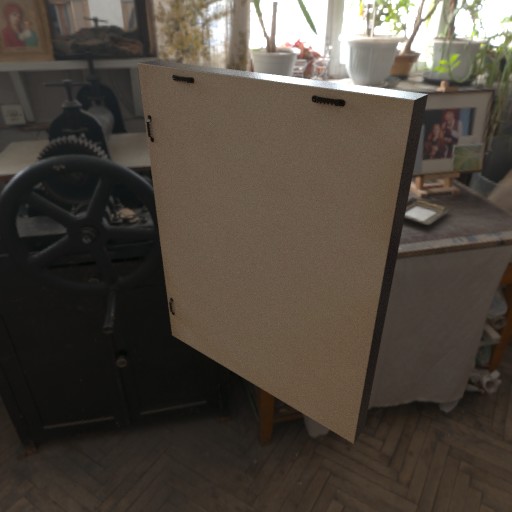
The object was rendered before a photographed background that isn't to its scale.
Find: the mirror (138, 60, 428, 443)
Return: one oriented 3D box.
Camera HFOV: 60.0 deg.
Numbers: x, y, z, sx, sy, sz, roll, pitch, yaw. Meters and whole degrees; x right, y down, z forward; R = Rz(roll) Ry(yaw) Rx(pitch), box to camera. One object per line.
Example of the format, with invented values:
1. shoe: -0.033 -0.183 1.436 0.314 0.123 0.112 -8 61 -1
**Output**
1. mirror: 0.000 0.000 0.667 0.405 0.508 0.041 22 37 32
